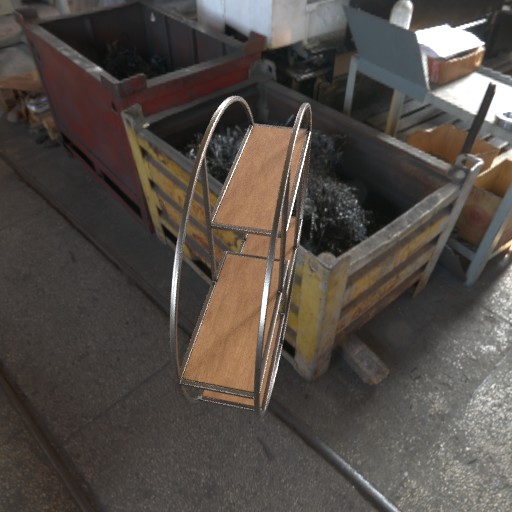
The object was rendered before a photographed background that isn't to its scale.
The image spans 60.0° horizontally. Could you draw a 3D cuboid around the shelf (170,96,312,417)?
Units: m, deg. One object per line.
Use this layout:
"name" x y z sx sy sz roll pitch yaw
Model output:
"shelf" 0.000 0.000 1.328 0.202 0.888 0.888 9 46 8
